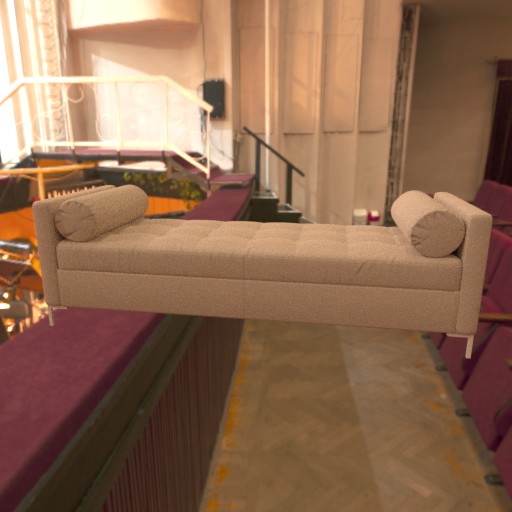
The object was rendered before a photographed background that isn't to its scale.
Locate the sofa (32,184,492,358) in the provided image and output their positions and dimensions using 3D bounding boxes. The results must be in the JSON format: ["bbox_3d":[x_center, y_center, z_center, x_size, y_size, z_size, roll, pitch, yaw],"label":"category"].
[{"bbox_3d":[0.000,0.000,2.271,1.981,0.635,0.686,3,16,9],"label":"sofa"}]
